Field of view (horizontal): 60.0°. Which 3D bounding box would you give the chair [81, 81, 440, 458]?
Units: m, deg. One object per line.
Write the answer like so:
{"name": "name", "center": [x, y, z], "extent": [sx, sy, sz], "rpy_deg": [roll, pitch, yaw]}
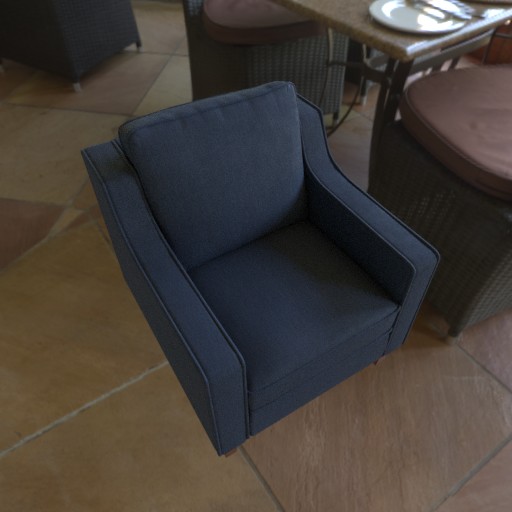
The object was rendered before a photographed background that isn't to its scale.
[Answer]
{"name": "chair", "center": [0.000, 0.000, 1.607], "extent": [0.831, 0.960, 0.909], "rpy_deg": [-24, 52, -21]}
